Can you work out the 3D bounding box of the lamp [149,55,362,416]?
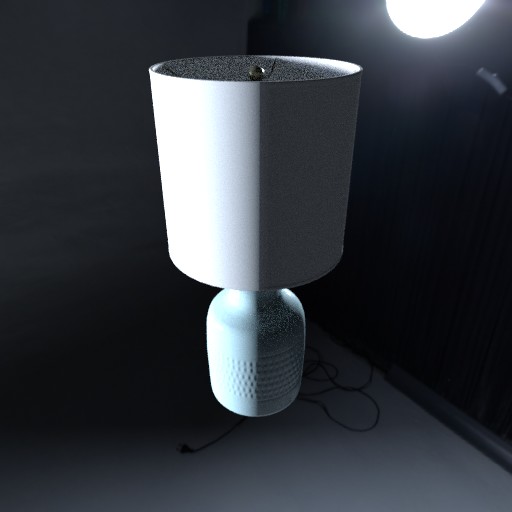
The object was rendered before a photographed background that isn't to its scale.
[{"bbox_3d":[0.000,0.000,1.099,0.418,0.871,0.418,-21,36,-32],"label":"lamp"}]
